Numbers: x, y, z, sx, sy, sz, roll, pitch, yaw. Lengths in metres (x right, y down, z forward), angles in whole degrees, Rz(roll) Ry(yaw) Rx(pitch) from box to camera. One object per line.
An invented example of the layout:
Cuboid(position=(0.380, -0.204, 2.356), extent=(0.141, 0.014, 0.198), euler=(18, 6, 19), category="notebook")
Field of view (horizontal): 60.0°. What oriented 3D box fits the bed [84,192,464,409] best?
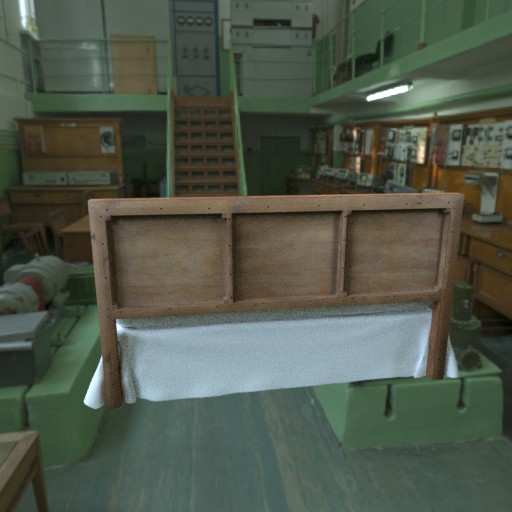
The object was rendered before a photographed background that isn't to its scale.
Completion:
Cuboid(position=(0.000, 0.000, 3.474), extent=(2.255, 1.158, 2.165), euler=(-2, 14, -9), category="bed")
